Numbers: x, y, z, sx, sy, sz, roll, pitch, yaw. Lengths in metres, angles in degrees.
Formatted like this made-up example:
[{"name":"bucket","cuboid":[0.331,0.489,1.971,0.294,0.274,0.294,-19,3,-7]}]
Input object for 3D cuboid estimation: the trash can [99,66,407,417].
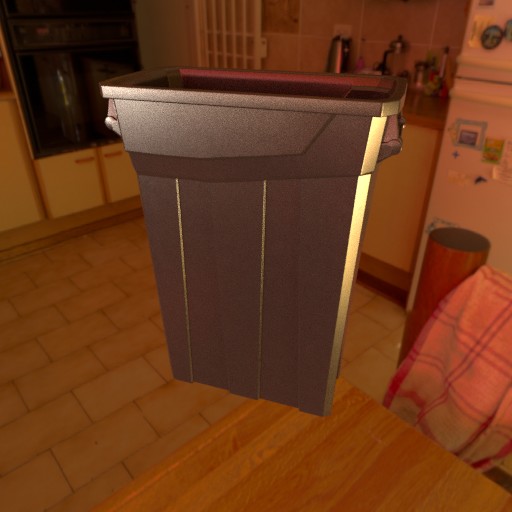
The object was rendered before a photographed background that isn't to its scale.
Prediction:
[{"name":"trash can","cuboid":[0.000,0.000,1.022,0.559,0.762,0.281,9,31,16]}]
